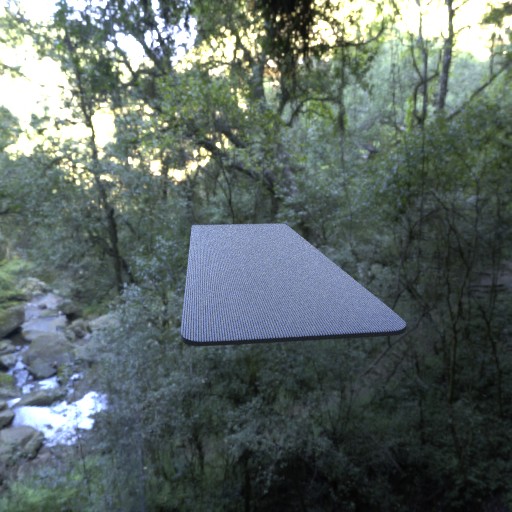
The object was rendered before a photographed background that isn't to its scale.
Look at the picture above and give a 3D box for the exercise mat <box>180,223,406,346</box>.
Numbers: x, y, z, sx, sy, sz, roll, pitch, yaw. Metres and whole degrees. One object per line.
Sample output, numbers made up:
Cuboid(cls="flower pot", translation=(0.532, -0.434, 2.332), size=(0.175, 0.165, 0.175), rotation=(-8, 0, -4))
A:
Cuboid(cls="exercise mat", translation=(0.000, 0.000, 2.044), size=(0.616, 0.021, 1.884), rotation=(-2, 13, -7))
